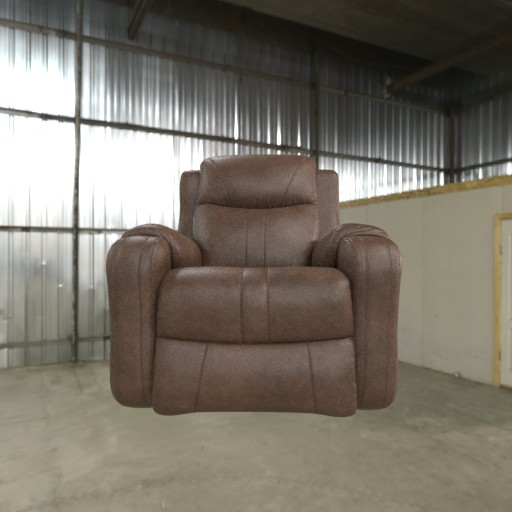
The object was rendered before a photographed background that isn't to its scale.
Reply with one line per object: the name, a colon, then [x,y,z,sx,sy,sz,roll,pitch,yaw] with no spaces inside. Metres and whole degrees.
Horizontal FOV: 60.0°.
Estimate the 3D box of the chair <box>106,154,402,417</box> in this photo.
chair: [0.000,0.000,1.832,0.940,0.990,1.067,0,1,1]
